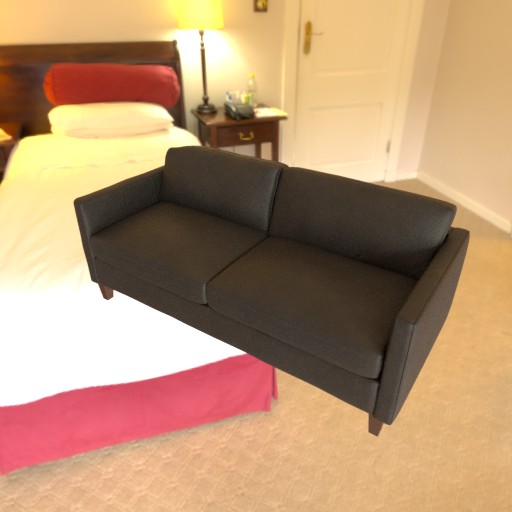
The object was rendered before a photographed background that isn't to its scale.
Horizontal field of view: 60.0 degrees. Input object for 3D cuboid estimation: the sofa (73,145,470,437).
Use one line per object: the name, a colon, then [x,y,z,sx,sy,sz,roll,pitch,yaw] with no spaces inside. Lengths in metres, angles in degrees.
sofa: [0.000,0.000,2.454,1.971,0.863,0.933,19,36,29]
